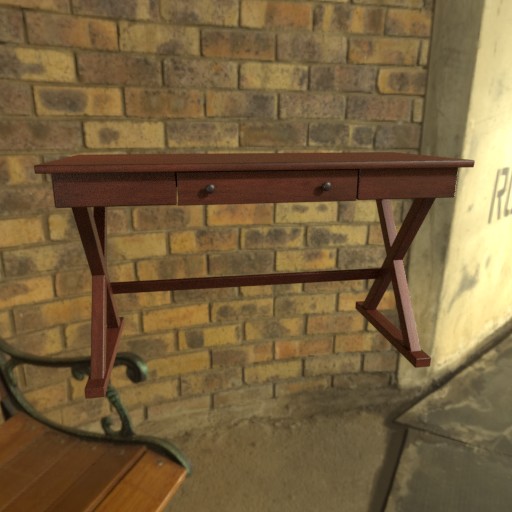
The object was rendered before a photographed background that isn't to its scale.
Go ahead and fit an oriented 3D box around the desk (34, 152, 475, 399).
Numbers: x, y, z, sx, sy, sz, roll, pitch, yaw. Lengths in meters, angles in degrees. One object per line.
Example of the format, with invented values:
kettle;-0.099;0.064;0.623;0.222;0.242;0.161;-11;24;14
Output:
desk;0.000;0.000;1.745;1.372;0.761;0.600;-3;16;-9
